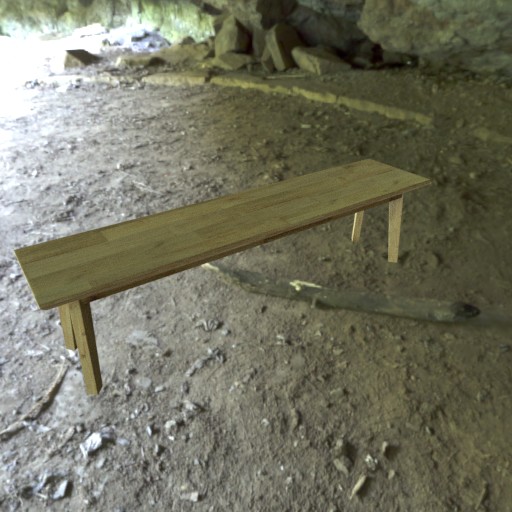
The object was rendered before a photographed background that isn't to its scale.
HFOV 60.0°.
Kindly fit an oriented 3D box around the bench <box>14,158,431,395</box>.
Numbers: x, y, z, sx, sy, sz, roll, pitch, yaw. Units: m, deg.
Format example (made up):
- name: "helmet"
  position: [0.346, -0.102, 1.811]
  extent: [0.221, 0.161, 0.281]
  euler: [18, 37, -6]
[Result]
- name: "bench"
  position: [0.000, 0.000, 1.864]
  extent: [1.698, 0.431, 0.378]
  euler: [-19, 35, -29]
